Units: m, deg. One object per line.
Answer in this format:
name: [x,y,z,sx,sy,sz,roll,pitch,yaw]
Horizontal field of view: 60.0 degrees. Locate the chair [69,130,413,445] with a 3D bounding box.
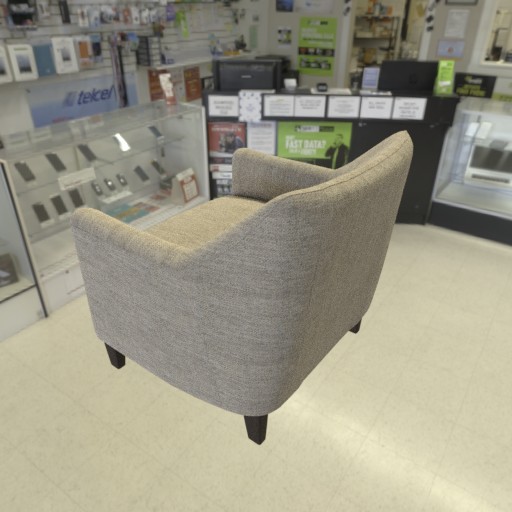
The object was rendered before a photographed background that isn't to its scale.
chair: [0.000,0.000,1.397,0.758,0.761,0.796,21,37,32]
